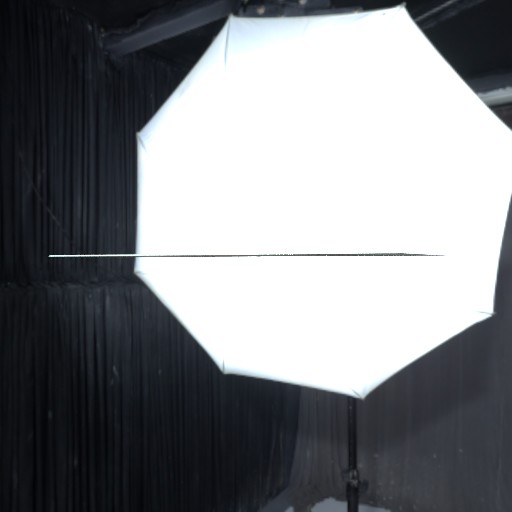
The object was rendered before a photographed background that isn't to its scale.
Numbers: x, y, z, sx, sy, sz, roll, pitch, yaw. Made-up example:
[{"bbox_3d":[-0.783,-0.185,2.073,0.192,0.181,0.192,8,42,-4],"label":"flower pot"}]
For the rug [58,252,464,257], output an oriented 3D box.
[{"bbox_3d":[0.000,0.000,2.967,2.363,0.004,1.566,0,-1,35],"label":"rug"}]
